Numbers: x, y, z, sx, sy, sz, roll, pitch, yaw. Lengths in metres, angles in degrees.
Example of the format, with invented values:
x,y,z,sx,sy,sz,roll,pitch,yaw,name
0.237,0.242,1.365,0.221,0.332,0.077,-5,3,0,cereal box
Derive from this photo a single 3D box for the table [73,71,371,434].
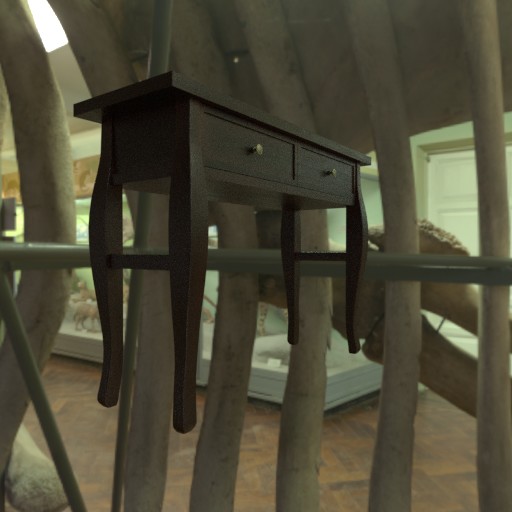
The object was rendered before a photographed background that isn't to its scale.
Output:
x,y,z,sx,sy,sz,roll,pitch,yaw,name
0.000,0.000,1.437,0.373,0.768,1.062,1,1,36,table
